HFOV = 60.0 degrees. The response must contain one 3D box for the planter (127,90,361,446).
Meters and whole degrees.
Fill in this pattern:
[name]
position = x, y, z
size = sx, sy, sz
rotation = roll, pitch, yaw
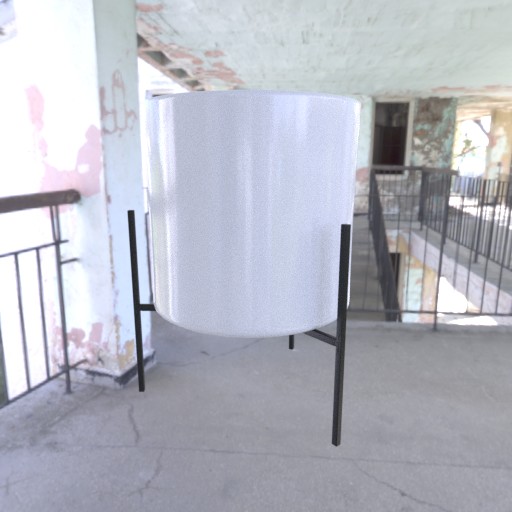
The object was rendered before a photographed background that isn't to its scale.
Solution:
[planter]
position = 0.000, 0.000, 0.744
size = 0.360, 0.480, 0.361
rotation = 6, 14, 25
